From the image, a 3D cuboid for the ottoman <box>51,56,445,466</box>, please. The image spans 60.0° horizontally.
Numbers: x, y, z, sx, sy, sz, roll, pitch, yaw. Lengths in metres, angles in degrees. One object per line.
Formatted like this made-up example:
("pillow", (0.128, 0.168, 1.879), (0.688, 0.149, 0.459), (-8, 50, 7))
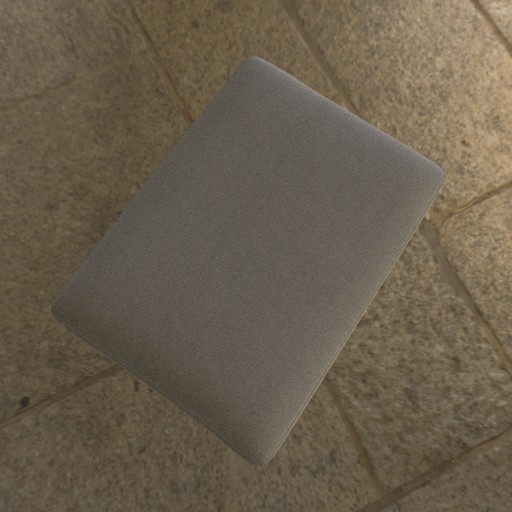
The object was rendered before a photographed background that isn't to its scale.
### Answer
("ottoman", (0.000, 0.000, 1.078), (0.549, 0.428, 0.749), (34, 79, 8))
